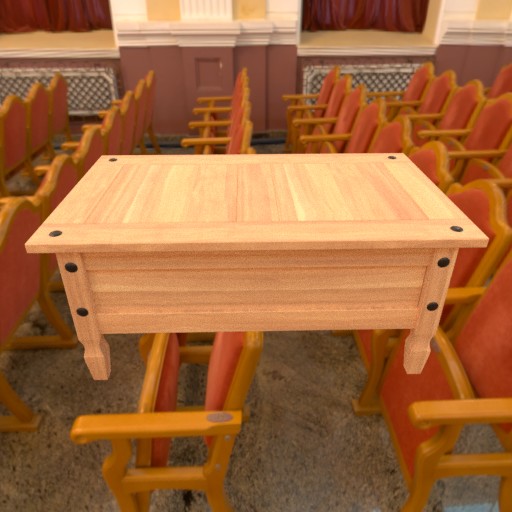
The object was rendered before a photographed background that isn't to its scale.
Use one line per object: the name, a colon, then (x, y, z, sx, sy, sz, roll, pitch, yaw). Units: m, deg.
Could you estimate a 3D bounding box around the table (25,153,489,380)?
table: (0.000, 0.000, 1.318, 1.000, 0.437, 0.600, -1, 31, -1)
